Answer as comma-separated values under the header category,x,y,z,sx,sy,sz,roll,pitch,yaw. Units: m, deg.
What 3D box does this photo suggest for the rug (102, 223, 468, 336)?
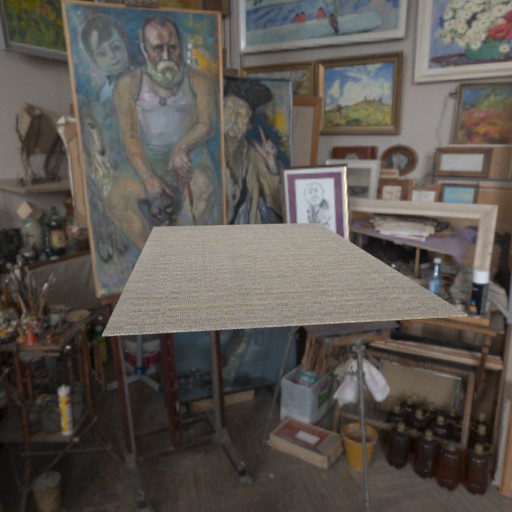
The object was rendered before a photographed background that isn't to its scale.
category,x,y,z,sx,sy,sz,roll,pitch,yaw
rug,0.000,0.000,2.202,1.142,0.006,1.752,-2,14,-8
